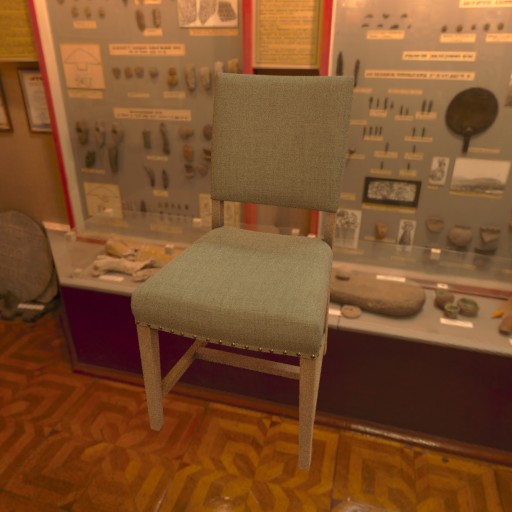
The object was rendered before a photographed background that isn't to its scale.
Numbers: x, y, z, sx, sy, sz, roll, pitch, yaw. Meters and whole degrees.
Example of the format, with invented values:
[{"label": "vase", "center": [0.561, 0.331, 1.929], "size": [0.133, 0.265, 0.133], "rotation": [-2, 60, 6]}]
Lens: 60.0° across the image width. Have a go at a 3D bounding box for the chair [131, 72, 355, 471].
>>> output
[{"label": "chair", "center": [0.000, 0.000, 1.343], "size": [0.508, 0.986, 0.622], "rotation": [8, 28, 16]}]
